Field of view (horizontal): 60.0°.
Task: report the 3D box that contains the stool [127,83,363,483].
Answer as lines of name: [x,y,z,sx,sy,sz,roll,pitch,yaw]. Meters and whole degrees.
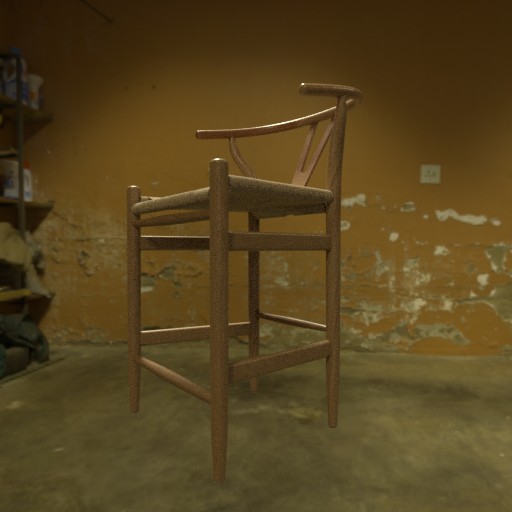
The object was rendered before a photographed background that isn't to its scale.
stool: [0.000,0.000,1.265,0.575,0.923,0.536,-1,1,-36]
